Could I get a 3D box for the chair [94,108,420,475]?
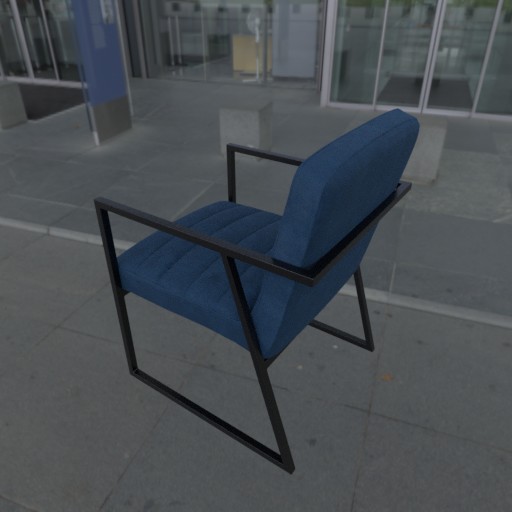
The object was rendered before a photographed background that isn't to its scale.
[{"bbox_3d":[0.000,0.000,1.283,0.677,0.833,0.571,20,37,29],"label":"chair"}]
